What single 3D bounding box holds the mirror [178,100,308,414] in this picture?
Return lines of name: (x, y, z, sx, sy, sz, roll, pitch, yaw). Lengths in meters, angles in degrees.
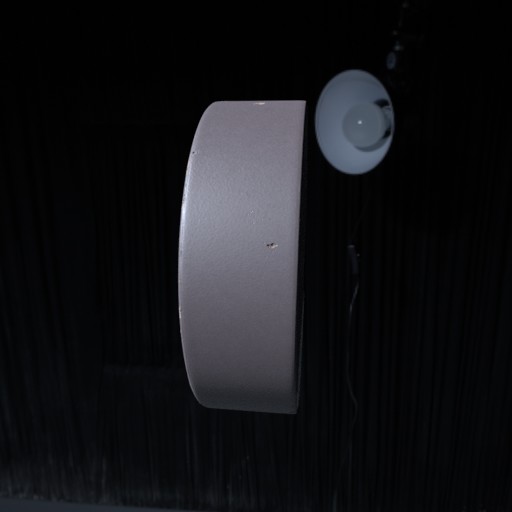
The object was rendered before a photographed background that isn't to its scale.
mirror: (0.000, 0.000, 0.585, 0.126, 0.386, 0.386, 2, 15, 7)
